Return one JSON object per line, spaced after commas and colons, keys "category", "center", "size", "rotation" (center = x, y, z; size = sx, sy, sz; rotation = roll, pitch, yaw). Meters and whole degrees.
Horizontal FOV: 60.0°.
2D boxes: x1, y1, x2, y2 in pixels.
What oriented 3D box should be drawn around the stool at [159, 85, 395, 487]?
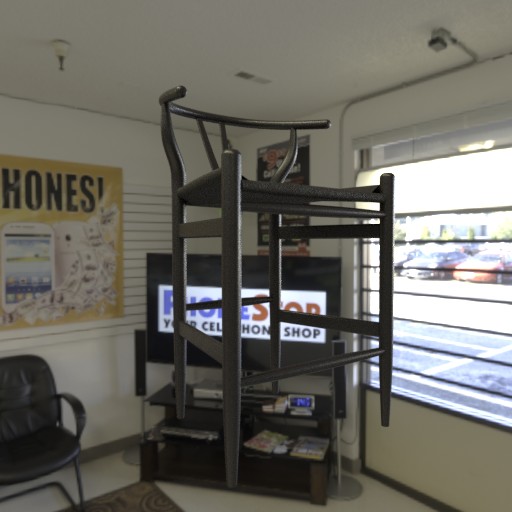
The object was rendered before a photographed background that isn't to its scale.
{"category": "stool", "center": [0.000, 0.000, 1.317], "size": [0.569, 0.970, 0.579], "rotation": [-1, 2, -36]}
